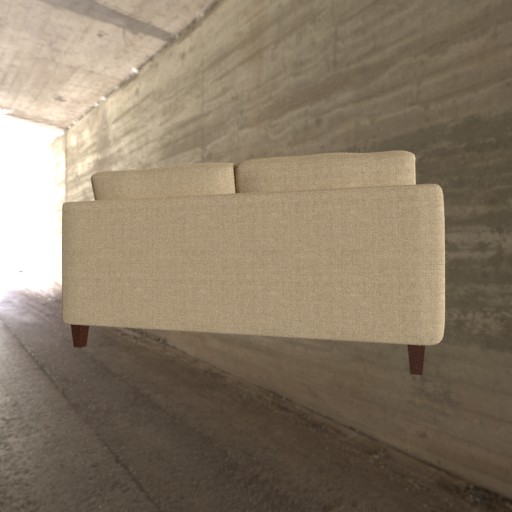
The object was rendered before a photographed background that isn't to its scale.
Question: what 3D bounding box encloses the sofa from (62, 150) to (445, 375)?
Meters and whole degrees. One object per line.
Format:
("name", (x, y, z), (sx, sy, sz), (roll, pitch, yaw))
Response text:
("sofa", (0.000, 0.000, 2.467), (1.884, 0.963, 0.950), (0, 0, 19))
